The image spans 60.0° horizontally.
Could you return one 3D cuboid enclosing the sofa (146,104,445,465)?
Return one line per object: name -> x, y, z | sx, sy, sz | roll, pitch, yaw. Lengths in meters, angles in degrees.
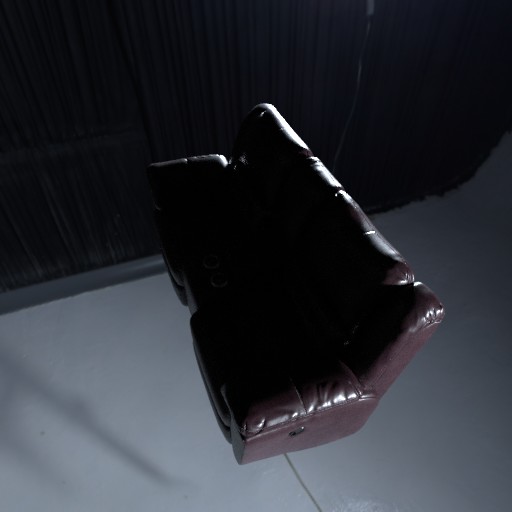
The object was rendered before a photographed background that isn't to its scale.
sofa -> 0.000, 0.000, 2.637 | 0.991, 1.043, 2.058 | -15, 47, -14
